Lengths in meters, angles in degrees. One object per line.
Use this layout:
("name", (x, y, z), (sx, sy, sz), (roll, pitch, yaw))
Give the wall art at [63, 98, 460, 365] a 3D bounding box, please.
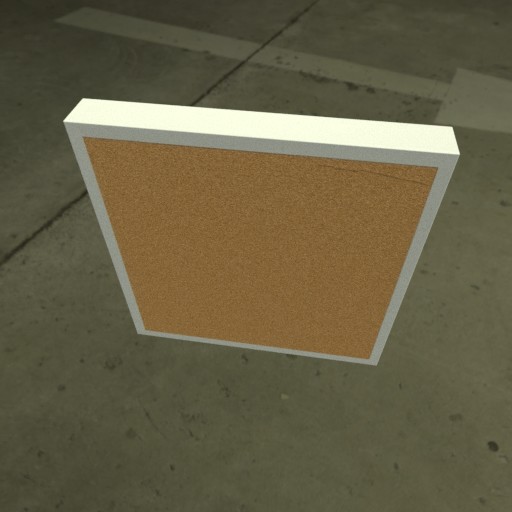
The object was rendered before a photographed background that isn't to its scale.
("wall art", (0.000, 0.000, 0.460), (0.305, 0.305, 0.038), (6, 47, 6))
